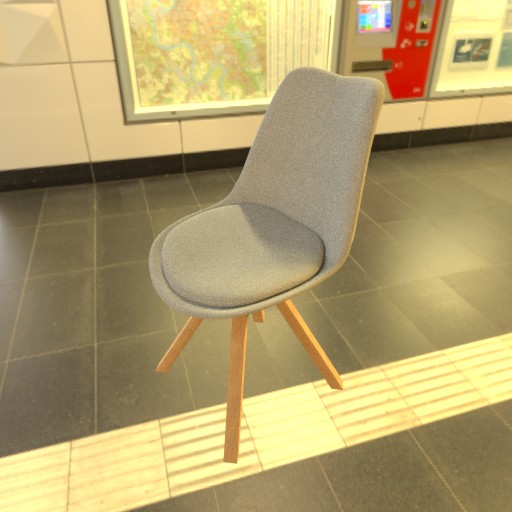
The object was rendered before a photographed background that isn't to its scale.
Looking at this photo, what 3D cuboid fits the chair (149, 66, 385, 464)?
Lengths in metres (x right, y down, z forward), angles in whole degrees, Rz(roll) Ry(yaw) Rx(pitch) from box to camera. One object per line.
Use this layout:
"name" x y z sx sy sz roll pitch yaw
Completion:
"chair" 0.000 0.000 1.175 0.549 0.863 0.474 -21 38 -31
